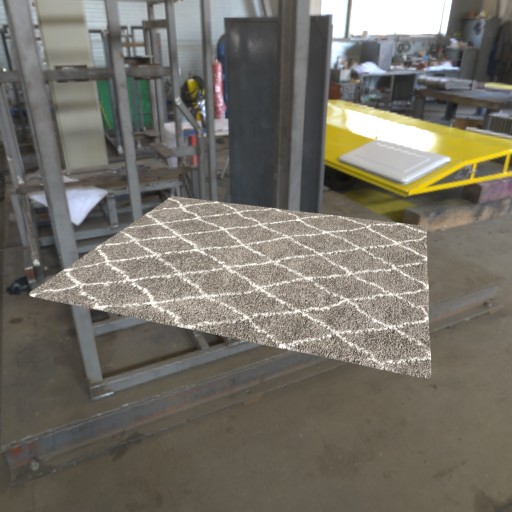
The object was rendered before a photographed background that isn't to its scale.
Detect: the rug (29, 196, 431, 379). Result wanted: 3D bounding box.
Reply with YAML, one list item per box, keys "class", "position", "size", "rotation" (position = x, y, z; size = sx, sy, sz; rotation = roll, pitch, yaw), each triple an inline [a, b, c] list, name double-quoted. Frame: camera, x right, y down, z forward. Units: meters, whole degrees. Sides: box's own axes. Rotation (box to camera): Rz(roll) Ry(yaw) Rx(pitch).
- class: "rug"
  position: [0.000, 0.000, 4.146]
  size: [3.047, 0.029, 2.438]
  rotation: [9, 28, 16]
